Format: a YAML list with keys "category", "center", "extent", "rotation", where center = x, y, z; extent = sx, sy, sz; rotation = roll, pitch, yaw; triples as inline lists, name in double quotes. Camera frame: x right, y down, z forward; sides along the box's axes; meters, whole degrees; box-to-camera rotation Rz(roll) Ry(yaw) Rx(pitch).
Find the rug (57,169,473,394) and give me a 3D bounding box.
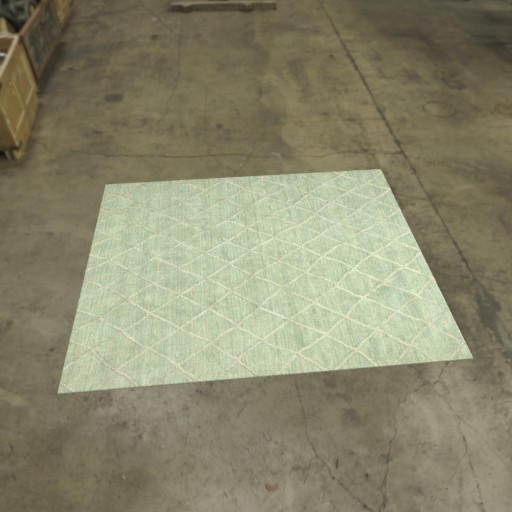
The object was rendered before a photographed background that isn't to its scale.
- category: "rug"
  center: [0.000, 0.000, 4.051]
  extent: [3.039, 0.019, 2.420]
  rotation: [-4, 46, -4]
